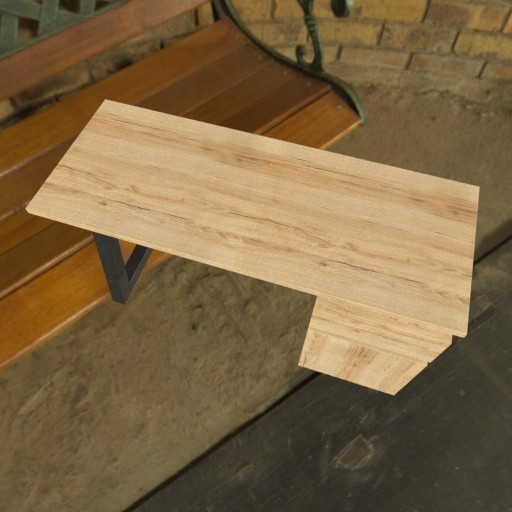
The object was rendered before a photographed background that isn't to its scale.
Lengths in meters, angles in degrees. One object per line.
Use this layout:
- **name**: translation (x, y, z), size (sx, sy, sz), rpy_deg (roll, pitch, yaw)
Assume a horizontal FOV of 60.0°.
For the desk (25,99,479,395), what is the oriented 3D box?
- **desk**: translation (0.000, 0.000, 1.793), size (1.400, 0.760, 0.550), rpy_deg (16, 61, 9)
